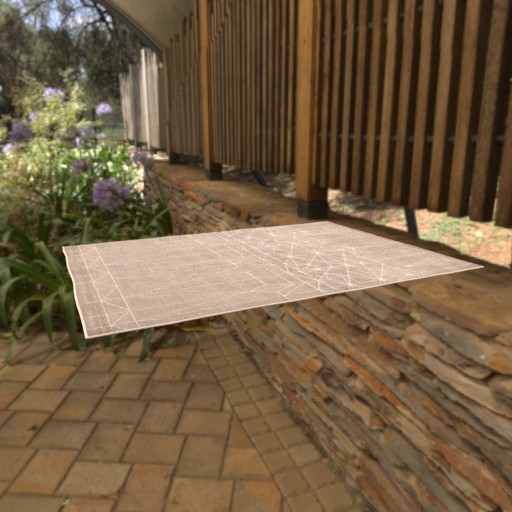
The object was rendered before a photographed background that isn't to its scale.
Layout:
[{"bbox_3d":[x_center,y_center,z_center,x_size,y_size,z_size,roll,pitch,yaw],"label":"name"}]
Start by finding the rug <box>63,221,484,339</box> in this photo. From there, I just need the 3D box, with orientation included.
[{"bbox_3d":[0.000,0.000,4.311,3.357,0.019,2.449,-7,17,-25],"label":"rug"}]
